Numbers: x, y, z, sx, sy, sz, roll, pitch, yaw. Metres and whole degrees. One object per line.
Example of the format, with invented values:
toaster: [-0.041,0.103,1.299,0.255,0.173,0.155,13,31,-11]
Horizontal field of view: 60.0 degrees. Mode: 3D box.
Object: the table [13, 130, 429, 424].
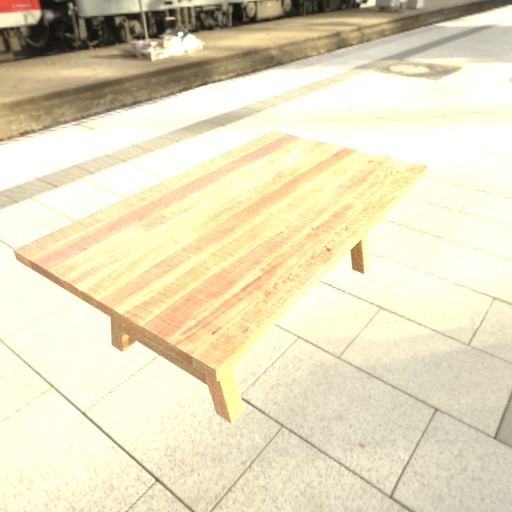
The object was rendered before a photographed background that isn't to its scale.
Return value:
table: [0.000,0.000,1.652,0.760,0.455,1.320,22,40,29]
